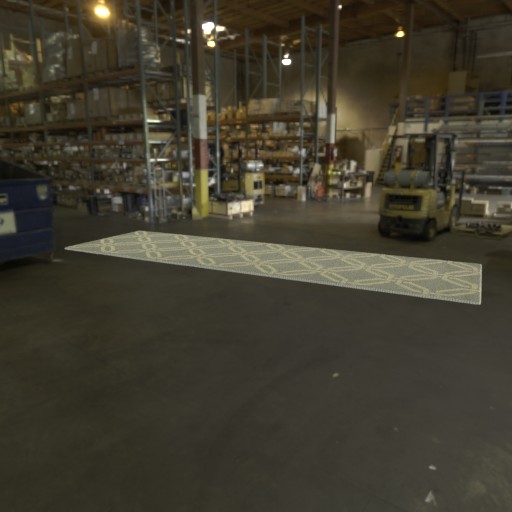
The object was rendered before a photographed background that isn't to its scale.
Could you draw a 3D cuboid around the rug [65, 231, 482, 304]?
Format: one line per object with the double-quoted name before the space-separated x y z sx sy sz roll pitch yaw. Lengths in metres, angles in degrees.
"rug" 0.000 0.000 2.497 2.276 0.014 0.678 6 15 26
